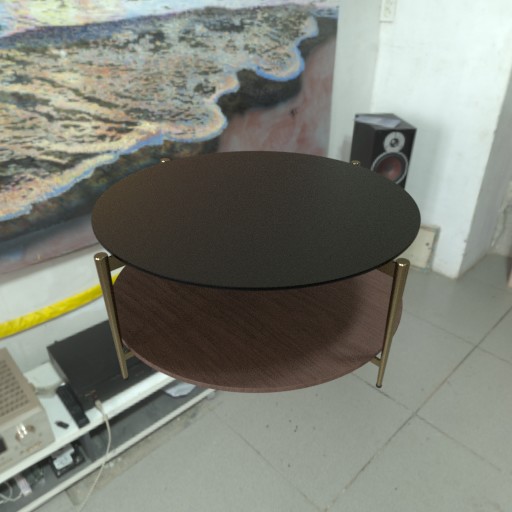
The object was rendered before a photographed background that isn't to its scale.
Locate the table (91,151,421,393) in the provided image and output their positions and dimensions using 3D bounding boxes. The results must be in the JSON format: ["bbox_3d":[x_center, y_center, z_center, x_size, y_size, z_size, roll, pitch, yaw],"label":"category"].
[{"bbox_3d":[0.000,0.000,1.424,0.938,0.400,0.938,9,32,15],"label":"table"}]
